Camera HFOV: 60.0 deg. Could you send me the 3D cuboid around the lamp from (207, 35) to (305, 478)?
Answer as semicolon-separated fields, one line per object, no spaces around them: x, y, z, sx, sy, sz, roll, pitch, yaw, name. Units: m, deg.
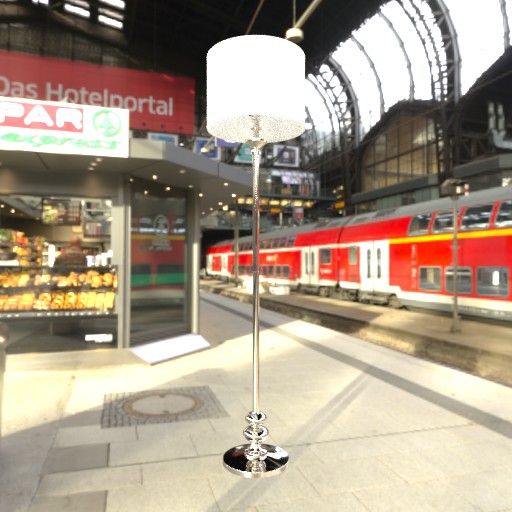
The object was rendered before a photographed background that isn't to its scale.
0.000;0.000;1.613;0.356;1.487;0.356;0;-1;-18;lamp
